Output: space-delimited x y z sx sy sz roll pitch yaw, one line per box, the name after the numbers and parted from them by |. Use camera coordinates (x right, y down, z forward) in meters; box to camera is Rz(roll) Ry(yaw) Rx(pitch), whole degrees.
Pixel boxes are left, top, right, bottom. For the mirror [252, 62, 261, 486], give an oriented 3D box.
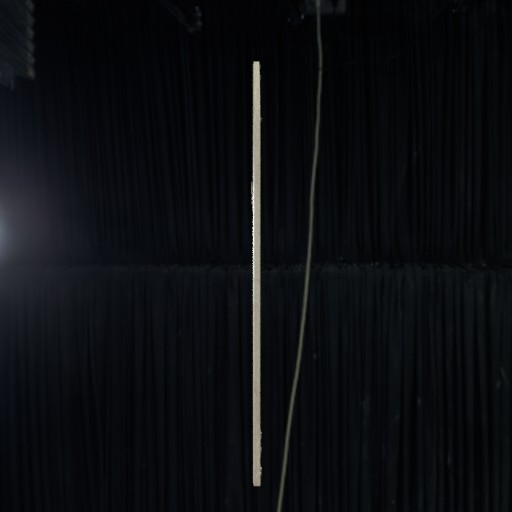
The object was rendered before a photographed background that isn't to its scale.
0.000 0.000 1.359 0.025 1.175 0.464 0 2 0 | mirror
